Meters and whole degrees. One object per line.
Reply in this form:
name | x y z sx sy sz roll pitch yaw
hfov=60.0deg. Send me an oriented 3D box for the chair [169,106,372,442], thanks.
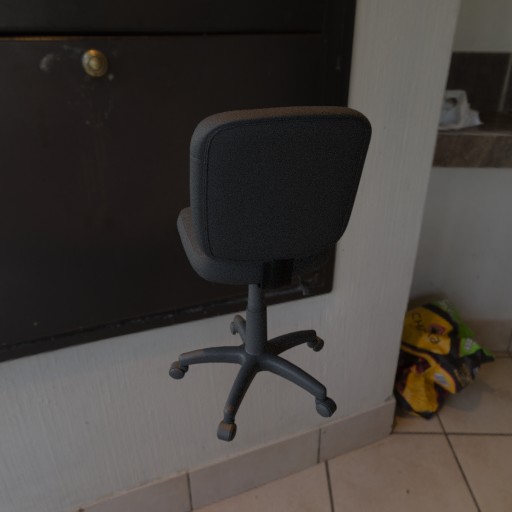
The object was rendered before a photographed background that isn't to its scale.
chair | 0.000 0.000 1.407 0.610 0.972 0.610 -8 27 -15
